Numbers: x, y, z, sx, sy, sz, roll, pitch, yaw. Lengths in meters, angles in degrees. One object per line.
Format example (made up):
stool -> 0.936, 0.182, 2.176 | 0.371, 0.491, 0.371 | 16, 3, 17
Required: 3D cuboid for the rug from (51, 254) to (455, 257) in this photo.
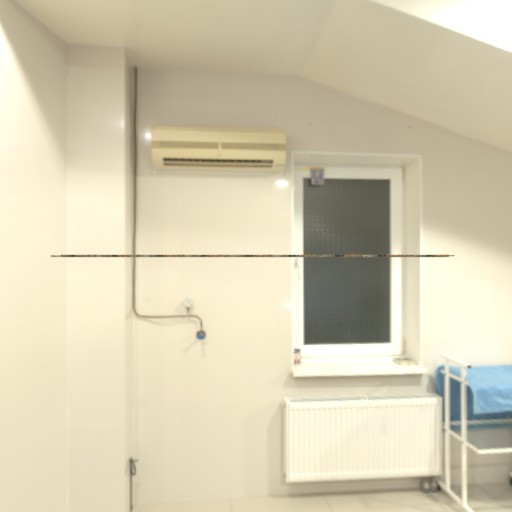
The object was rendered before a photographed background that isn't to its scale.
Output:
rug -> 0.000, 0.000, 2.247 | 1.278, 0.009, 1.730 | 0, 0, 1
